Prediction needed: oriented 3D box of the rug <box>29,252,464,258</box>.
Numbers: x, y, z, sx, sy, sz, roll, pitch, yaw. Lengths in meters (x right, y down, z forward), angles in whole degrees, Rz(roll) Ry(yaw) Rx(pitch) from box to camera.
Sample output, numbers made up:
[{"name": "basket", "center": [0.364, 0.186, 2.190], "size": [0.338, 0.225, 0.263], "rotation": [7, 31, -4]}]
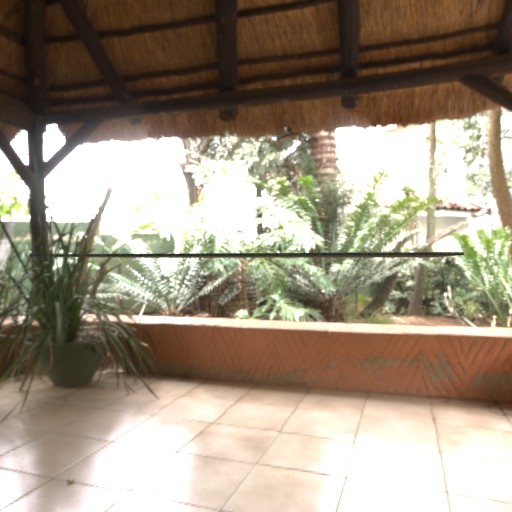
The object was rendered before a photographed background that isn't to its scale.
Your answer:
[{"name": "rug", "center": [0.000, 0.000, 3.065], "size": [2.438, 0.015, 1.524], "rotation": [0, -1, 18]}]
